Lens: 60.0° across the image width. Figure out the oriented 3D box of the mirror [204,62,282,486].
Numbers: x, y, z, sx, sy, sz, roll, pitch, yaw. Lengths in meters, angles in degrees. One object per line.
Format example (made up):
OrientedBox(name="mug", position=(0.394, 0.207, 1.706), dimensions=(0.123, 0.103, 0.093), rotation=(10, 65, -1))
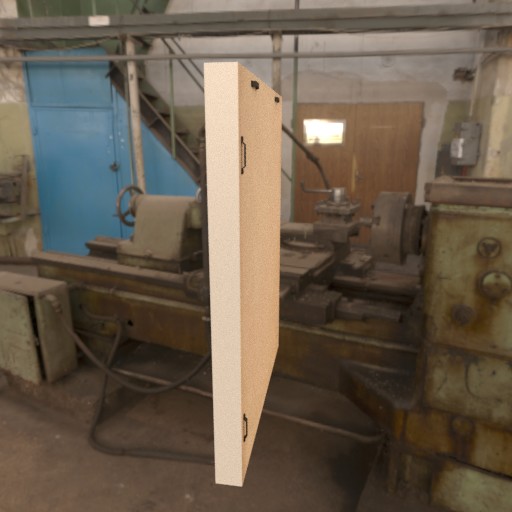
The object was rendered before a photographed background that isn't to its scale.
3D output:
OrientedBox(name="mirror", position=(0.000, 0.000, 0.702), dimensions=(0.041, 0.509, 0.406), rotation=(2, 15, 9))
